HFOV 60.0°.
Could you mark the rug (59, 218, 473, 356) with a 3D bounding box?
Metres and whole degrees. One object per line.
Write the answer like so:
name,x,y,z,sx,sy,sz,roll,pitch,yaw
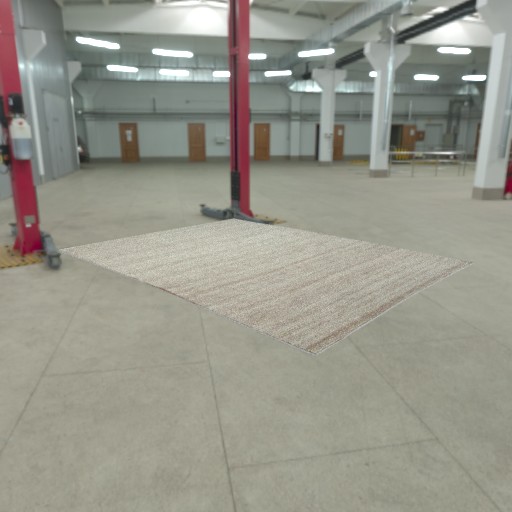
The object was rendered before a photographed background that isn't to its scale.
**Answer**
rug,0.000,0.000,4.256,3.202,0.045,2.434,14,21,42
